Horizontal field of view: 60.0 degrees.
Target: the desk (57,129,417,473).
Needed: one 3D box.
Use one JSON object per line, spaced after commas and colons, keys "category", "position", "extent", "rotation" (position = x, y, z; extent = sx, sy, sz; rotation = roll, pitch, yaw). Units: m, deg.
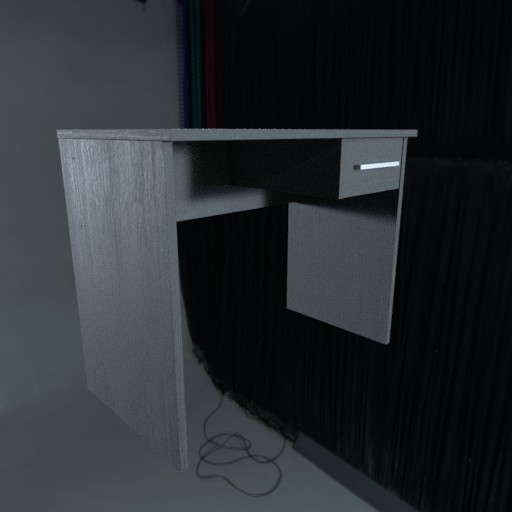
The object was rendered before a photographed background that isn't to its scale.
{"category": "desk", "position": [0.000, 0.000, 1.322], "extent": [0.893, 0.724, 0.498], "rotation": [-15, 22, -42]}
